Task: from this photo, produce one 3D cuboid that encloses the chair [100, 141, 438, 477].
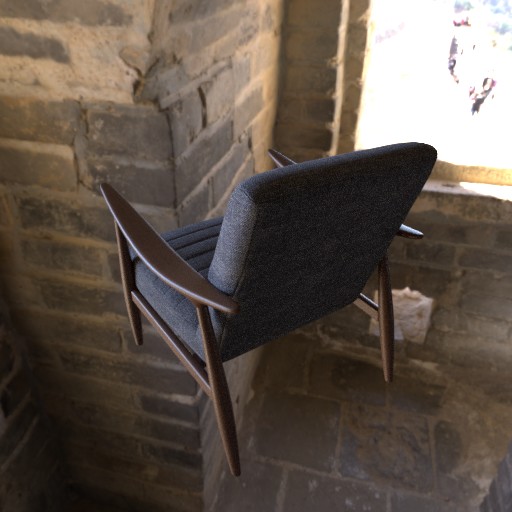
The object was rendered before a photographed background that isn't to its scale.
[{"bbox_3d":[0.000,0.000,1.407,0.741,0.832,0.798,-19,35,-29],"label":"chair"}]
